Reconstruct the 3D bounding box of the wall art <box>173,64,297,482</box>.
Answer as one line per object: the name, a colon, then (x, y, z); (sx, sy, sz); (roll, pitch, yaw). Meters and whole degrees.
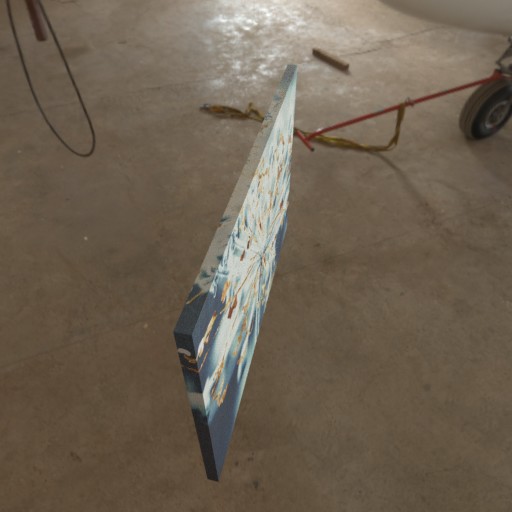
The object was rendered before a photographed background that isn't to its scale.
wall art: (0.000, 0.000, 1.422); (0.035, 0.759, 1.138); (9, 47, 9)
